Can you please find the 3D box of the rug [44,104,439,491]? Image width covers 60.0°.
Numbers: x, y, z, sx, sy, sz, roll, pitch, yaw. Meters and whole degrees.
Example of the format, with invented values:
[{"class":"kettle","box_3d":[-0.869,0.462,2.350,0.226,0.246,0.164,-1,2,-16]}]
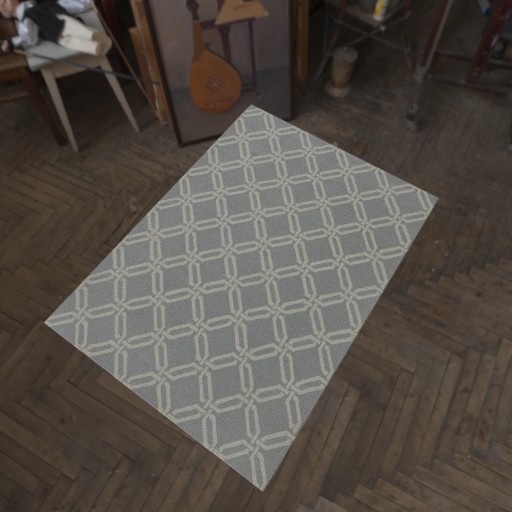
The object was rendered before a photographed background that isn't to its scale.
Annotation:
[{"class":"rug","box_3d":[0.000,0.000,4.413,2.438,0.013,3.353,31,67,15]}]
